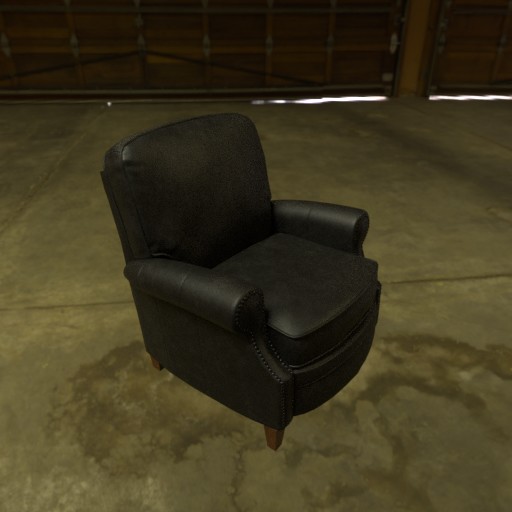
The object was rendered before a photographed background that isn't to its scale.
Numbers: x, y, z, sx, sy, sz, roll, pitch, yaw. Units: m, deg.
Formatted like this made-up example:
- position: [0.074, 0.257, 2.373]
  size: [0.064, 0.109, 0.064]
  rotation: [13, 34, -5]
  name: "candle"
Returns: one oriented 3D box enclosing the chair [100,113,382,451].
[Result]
- position: [0.000, 0.000, 1.800]
  size: [0.986, 1.018, 0.936]
  rotation: [20, 34, 33]
  name: "chair"
